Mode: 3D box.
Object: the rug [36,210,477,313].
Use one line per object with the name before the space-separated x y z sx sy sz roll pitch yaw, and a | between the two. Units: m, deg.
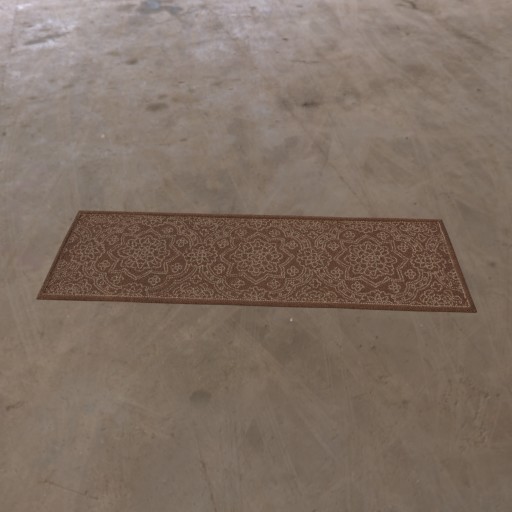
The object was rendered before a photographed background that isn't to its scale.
rug | 0.000 0.000 2.712 2.448 0.012 0.769 2 46 2
